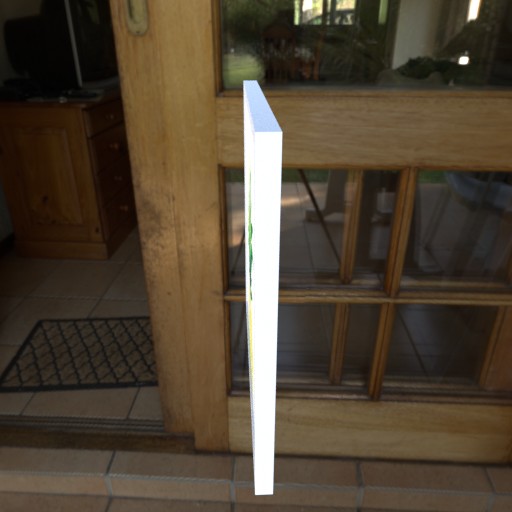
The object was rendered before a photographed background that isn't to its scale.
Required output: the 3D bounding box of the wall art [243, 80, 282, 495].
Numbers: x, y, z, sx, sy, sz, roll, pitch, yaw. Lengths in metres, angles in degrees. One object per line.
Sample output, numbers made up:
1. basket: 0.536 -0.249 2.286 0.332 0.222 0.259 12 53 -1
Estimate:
1. wall art: 0.000 0.000 1.120 0.038 0.761 0.763 -1 27 -2
